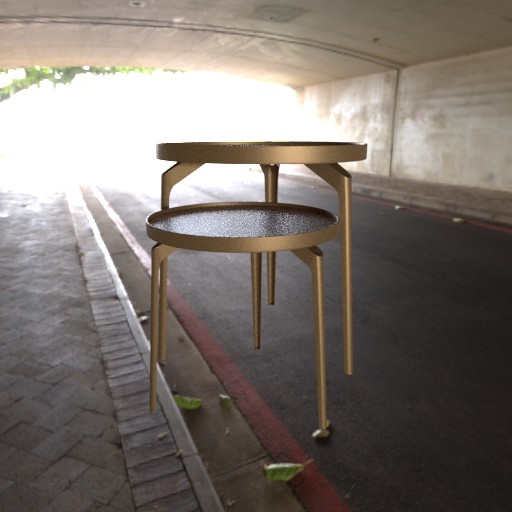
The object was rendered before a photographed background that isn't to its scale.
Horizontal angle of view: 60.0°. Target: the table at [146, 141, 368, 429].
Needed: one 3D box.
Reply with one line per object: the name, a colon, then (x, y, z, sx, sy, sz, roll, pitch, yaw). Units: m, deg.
table: (0.000, 0.000, 1.131, 0.532, 0.555, 0.751, 2, 16, 8)
